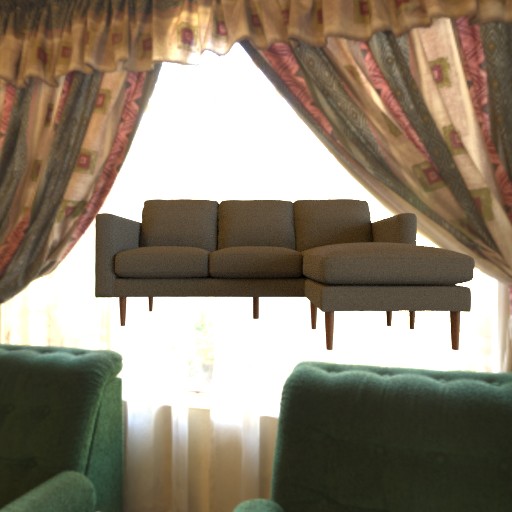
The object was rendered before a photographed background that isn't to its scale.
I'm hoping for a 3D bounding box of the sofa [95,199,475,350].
[{"bbox_3d":[0.000,0.000,2.826,2.031,0.897,1.591,0,0,0],"label":"sofa"}]
